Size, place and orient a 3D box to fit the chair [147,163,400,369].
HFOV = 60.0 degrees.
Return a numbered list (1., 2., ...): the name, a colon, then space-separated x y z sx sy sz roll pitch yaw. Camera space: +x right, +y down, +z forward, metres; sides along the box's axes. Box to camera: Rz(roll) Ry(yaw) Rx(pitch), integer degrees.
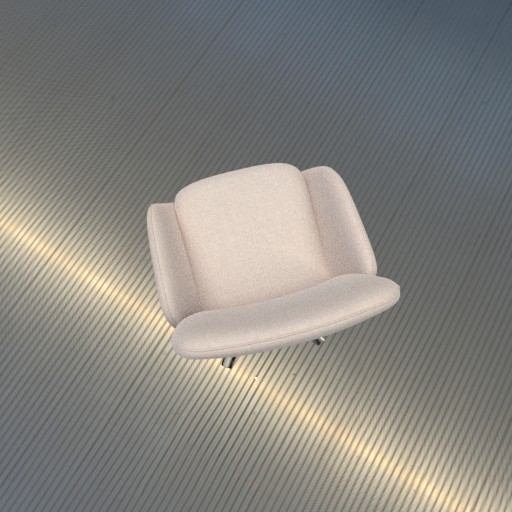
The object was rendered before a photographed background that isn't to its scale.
1. chair: 0.000 0.000 1.397 0.648 0.959 0.633 -14 75 -4
